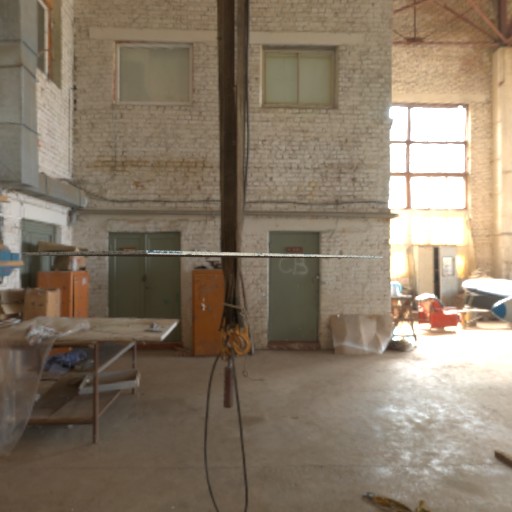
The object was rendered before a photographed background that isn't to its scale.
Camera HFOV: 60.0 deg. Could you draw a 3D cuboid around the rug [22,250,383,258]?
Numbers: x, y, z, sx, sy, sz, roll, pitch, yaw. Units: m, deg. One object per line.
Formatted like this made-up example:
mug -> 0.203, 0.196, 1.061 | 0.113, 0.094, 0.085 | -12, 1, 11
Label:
rug -> 0.000, 0.000, 2.681 | 0.770, 0.013, 2.434 | 0, -1, 34
